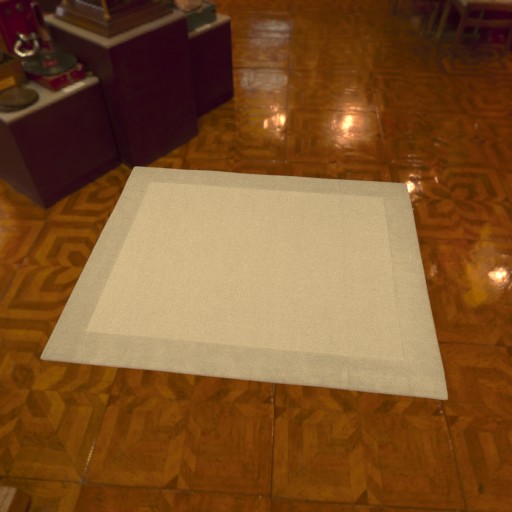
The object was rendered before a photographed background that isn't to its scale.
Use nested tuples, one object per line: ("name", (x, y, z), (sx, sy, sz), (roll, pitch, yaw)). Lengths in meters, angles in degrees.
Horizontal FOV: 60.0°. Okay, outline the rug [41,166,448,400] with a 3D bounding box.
("rug", (0.000, 0.000, 3.999), (2.976, 0.018, 2.430), (4, 47, 4))
